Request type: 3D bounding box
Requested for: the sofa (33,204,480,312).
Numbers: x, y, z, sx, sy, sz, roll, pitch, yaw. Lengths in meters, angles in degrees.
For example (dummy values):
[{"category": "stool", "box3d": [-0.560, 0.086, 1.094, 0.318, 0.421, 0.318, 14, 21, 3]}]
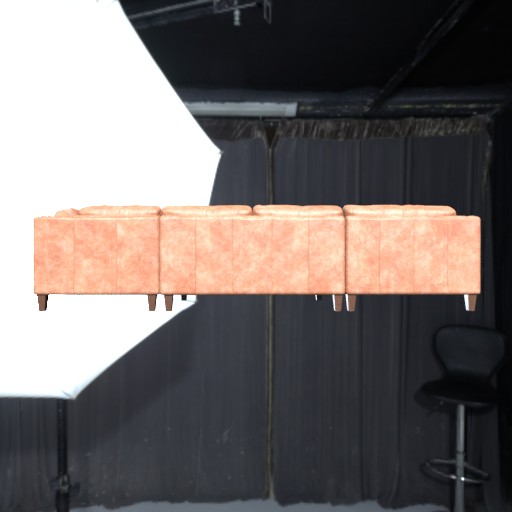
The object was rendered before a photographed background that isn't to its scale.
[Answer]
[{"category": "sofa", "box3d": [0.000, 0.000, 4.558, 3.401, 0.832, 2.430, 0, 0, -1]}]
